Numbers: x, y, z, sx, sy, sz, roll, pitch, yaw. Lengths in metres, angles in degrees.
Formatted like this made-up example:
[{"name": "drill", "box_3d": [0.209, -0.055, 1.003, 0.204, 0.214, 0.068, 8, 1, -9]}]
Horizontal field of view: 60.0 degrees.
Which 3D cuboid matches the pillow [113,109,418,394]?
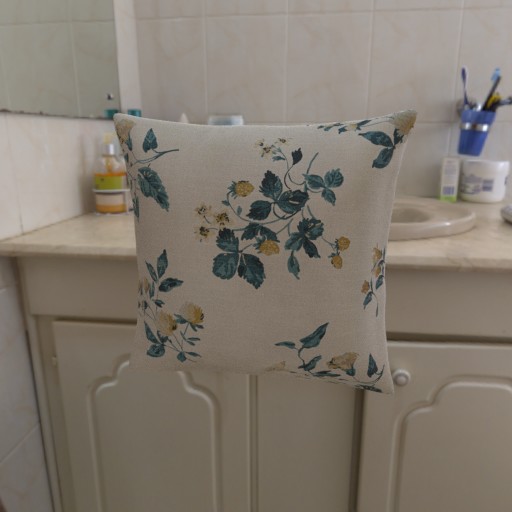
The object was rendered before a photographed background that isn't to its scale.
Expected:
[{"name": "pillow", "box_3d": [0.000, 0.000, 0.812, 0.526, 0.507, 0.166, 2, 15, 9]}]
